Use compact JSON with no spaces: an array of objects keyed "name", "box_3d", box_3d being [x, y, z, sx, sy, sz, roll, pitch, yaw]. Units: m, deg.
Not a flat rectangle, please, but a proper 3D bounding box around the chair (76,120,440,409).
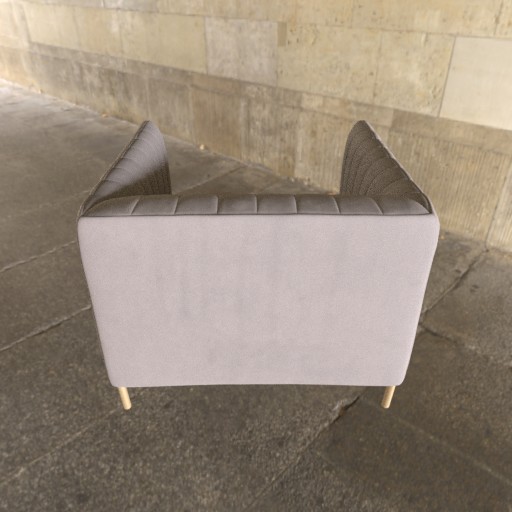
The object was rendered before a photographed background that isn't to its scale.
[{"name":"chair","box_3d":[0.000,0.000,1.620,0.981,0.779,0.873,0,32,0]}]
